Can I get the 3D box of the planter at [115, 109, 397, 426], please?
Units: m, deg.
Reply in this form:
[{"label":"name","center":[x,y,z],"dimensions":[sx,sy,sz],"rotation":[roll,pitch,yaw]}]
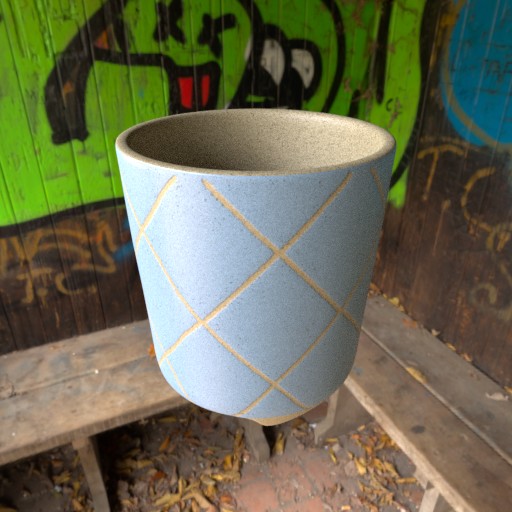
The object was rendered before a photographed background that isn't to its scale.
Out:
[{"label":"planter","center":[0.000,0.000,0.426],"dimensions":[0.227,0.235,0.227],"rotation":[0,28,0]}]
